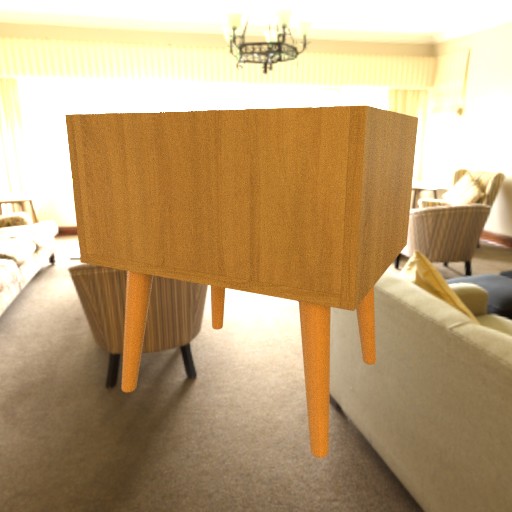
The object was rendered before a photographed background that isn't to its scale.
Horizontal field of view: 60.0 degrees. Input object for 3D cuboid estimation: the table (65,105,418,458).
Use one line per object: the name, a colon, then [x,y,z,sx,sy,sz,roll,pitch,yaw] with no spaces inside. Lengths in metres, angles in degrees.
table: [0.000,0.000,0.780,0.450,0.470,0.370,8,17,26]
